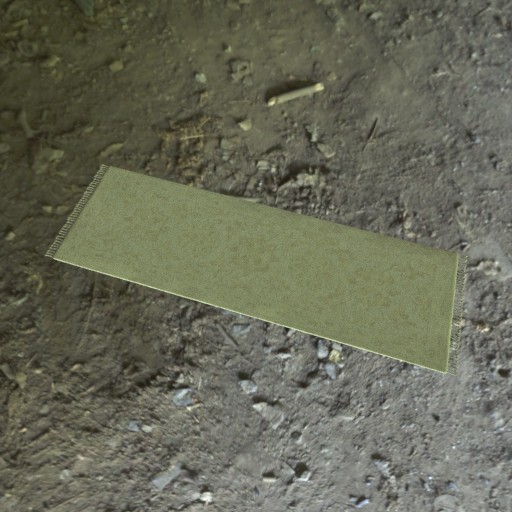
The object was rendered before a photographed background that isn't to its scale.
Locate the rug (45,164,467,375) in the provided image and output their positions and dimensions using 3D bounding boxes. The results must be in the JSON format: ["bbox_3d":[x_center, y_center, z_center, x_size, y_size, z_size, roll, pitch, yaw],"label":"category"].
[{"bbox_3d":[0.000,0.000,2.799,2.544,0.015,0.795,15,61,8],"label":"rug"}]
